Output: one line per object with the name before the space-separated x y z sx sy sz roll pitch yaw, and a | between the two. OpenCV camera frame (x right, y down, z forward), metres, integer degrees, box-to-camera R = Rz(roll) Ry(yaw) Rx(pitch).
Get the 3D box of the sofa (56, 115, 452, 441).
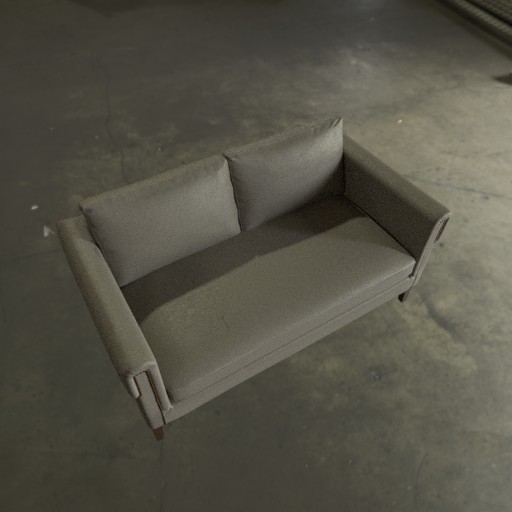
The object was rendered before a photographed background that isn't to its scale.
sofa | 0.000 0.000 2.180 1.598 0.873 0.899 -24 52 -21
